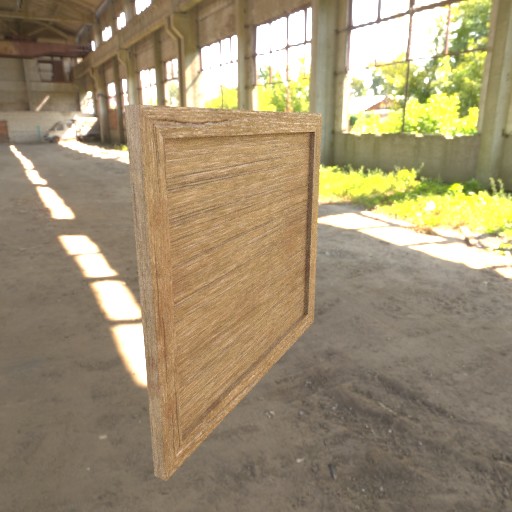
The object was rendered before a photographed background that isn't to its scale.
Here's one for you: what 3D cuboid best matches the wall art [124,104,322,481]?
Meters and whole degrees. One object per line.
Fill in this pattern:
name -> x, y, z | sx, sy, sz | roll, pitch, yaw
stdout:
wall art -> 0.000, 0.000, 0.944 | 0.026, 0.588, 0.690 | 9, 19, 26
